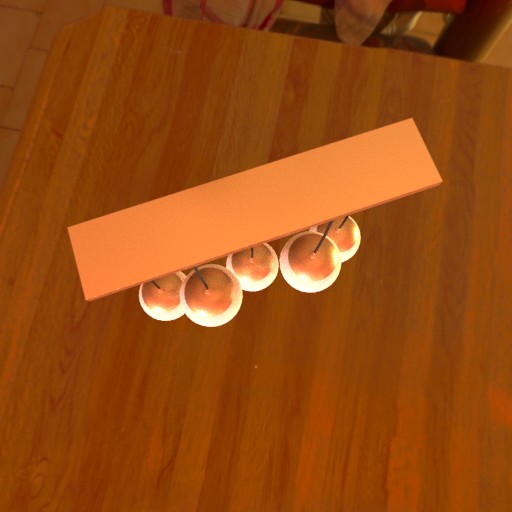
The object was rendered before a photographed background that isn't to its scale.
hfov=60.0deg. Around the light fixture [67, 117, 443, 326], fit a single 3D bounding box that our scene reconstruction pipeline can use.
[{"bbox_3d":[0.000,0.000,1.329,0.863,0.869,0.299,-18,77,-5],"label":"light fixture"}]
